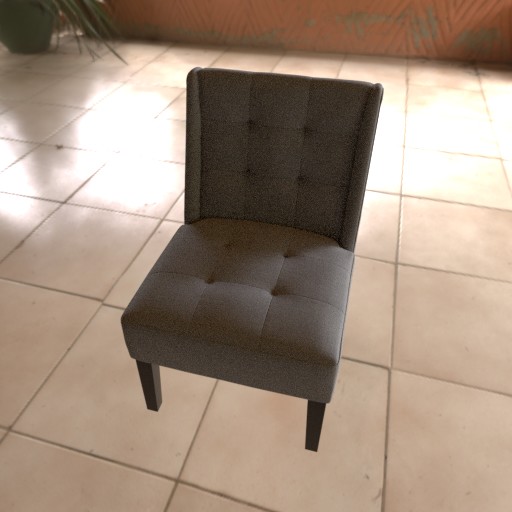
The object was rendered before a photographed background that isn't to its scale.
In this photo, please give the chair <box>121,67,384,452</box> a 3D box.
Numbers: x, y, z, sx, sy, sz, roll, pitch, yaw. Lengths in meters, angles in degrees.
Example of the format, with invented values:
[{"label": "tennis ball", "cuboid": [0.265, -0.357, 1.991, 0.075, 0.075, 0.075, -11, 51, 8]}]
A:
[{"label": "chair", "cuboid": [0.000, 0.000, 1.302, 0.569, 0.853, 0.676, 10, 42, 11]}]
